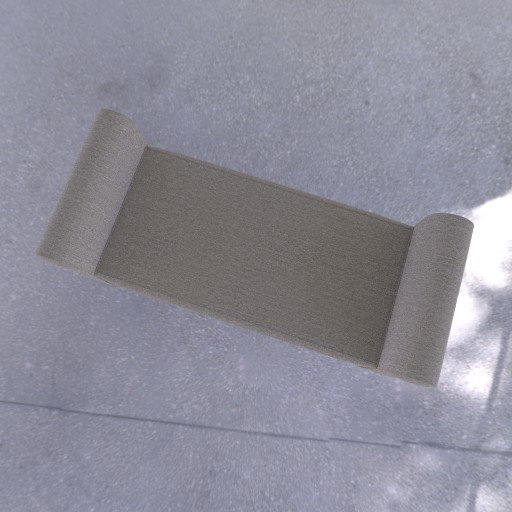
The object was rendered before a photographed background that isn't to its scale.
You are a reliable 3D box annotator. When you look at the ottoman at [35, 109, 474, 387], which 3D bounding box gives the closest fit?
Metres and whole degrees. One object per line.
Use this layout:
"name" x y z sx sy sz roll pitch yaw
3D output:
"ottoman" 0.000 0.000 1.573 1.256 0.547 0.521 18 78 4
